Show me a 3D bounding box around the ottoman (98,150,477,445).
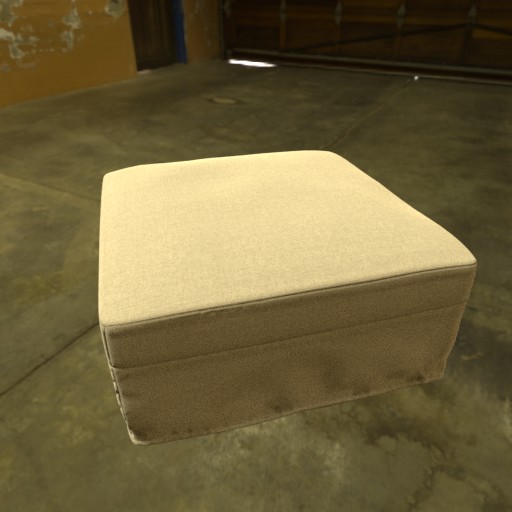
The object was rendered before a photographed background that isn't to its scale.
[{"bbox_3d":[0.000,0.000,1.312,0.840,0.436,0.843,-8,32,-14],"label":"ottoman"}]
